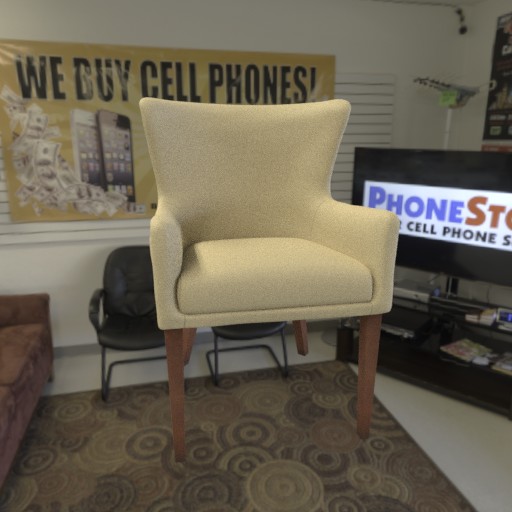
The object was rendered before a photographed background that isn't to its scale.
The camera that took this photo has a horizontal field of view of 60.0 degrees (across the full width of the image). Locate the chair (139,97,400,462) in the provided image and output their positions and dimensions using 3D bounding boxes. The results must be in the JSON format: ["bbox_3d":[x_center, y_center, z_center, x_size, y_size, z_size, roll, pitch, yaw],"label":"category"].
[{"bbox_3d":[0.000,0.000,1.377,0.660,0.952,0.686,-3,15,-10],"label":"chair"}]
